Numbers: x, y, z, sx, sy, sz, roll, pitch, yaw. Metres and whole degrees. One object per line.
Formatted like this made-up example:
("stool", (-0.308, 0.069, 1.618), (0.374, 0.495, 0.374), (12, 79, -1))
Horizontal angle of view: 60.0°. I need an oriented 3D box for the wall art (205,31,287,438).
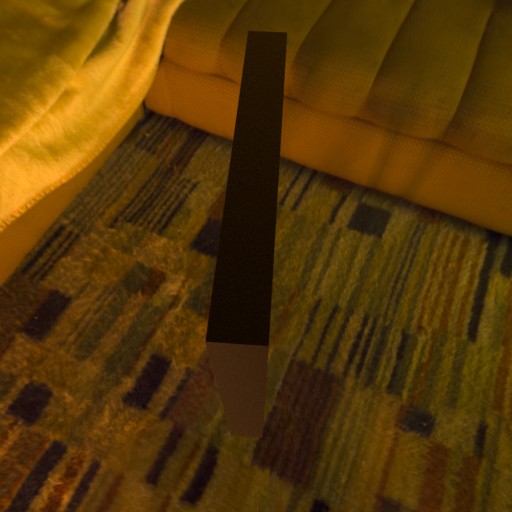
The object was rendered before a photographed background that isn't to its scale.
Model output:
("wall art", (0.000, 0.000, 0.461), (0.037, 0.303, 0.304), (4, 59, 2))
